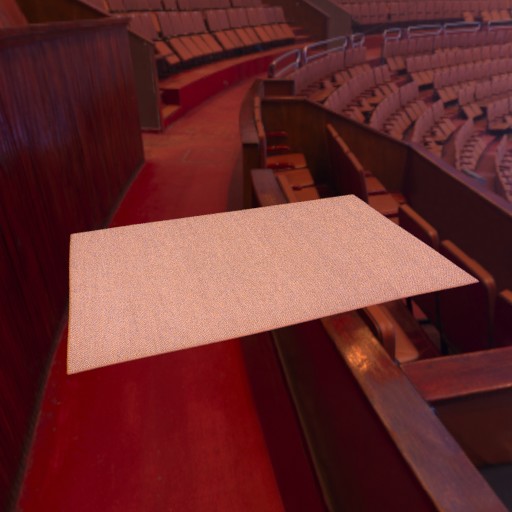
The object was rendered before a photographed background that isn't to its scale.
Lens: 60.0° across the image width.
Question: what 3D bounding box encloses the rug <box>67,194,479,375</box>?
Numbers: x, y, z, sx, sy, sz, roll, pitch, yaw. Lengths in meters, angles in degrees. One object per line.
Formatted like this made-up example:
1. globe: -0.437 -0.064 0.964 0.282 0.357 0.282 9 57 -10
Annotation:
1. rug: 0.000 0.000 2.114 1.678 0.013 1.078 -10 31 -17
